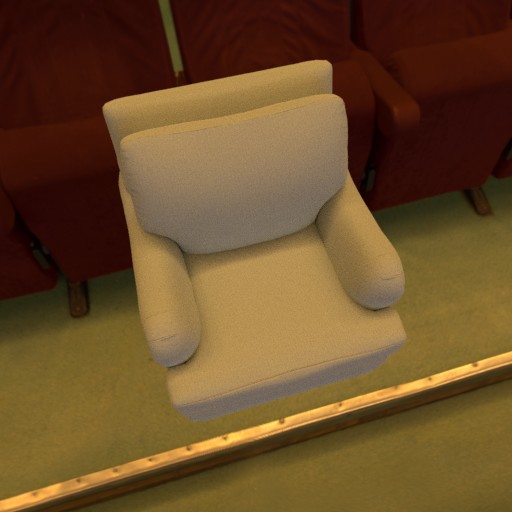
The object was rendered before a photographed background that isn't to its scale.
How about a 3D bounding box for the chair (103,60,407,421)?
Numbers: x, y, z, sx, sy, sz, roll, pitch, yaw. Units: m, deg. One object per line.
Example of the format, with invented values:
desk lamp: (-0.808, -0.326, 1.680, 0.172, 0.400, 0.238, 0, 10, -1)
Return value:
chair: (0.000, 0.000, 1.840, 0.955, 1.038, 1.070, -14, 63, -7)
